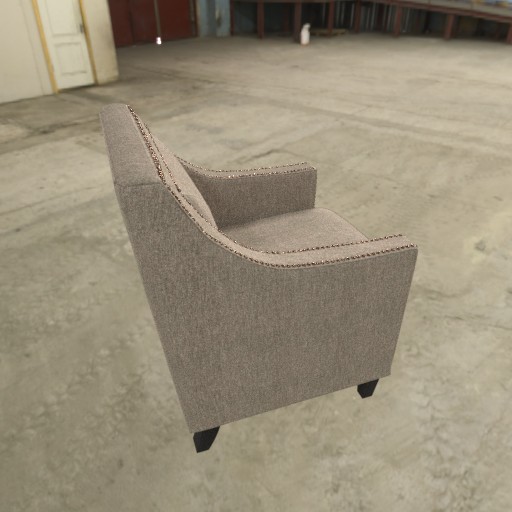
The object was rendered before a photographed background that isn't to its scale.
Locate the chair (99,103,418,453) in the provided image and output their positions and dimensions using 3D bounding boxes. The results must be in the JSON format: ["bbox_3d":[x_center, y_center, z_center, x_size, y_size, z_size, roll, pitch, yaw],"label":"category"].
[{"bbox_3d":[0.000,0.000,1.591,0.884,0.967,0.776,-11,33,-16],"label":"chair"}]
